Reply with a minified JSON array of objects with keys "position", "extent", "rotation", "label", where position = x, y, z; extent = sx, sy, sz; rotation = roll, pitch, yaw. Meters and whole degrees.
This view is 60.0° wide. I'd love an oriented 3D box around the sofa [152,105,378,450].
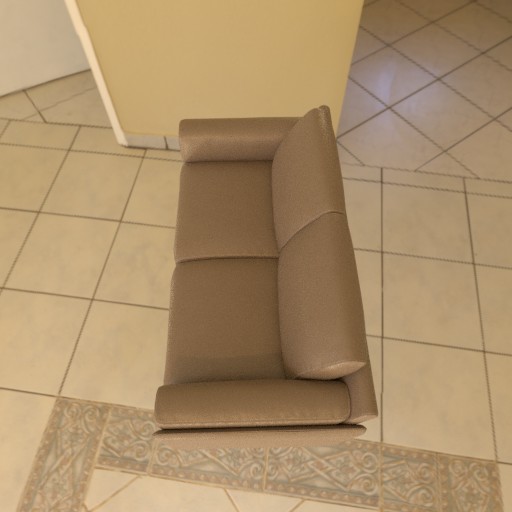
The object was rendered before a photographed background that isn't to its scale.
[{"position":[0.000,0.000,2.694],"extent":[1.049,0.930,2.101],"rotation":[-1,59,-1],"label":"sofa"}]
